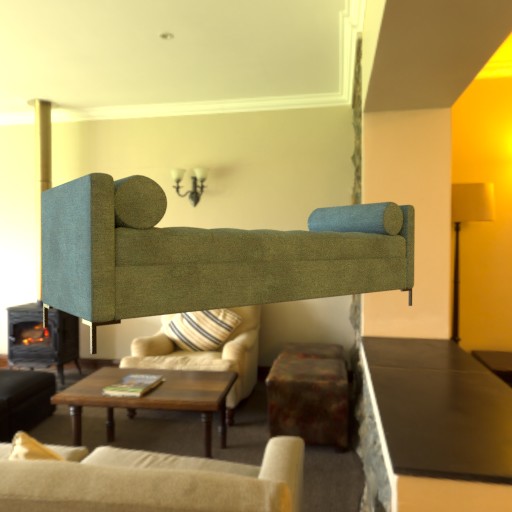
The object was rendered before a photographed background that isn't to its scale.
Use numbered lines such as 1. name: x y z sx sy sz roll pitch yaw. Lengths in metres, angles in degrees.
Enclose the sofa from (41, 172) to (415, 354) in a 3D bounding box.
1. sofa: 0.000 0.000 2.382 1.981 0.635 0.686 -1 2 -39
